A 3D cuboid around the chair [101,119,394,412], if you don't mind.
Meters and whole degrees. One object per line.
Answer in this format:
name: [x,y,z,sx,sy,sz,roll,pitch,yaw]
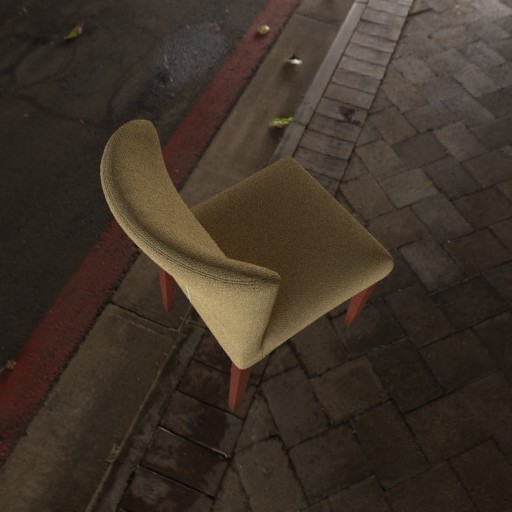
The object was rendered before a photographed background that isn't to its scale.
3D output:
chair: [0.000,0.000,1.199,0.589,0.839,0.491,-31,64,-17]
